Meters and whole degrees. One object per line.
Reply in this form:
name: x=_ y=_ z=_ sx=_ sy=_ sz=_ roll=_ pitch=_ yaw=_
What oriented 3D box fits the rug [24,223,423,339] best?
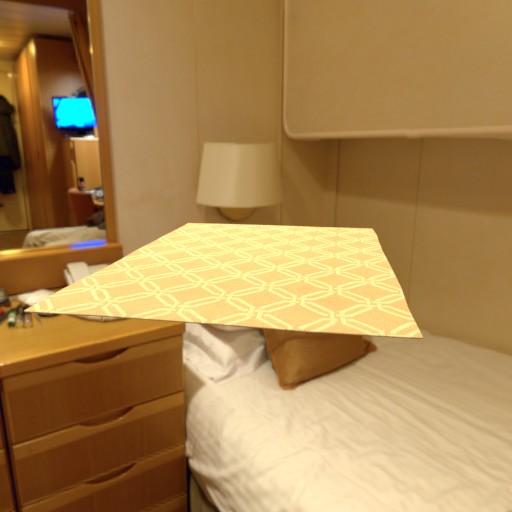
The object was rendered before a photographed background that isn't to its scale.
rug: x=0.000 y=0.000 z=4.213 sx=2.452 sy=0.020 sz=3.365 roll=2 pitch=14 yaw=9
